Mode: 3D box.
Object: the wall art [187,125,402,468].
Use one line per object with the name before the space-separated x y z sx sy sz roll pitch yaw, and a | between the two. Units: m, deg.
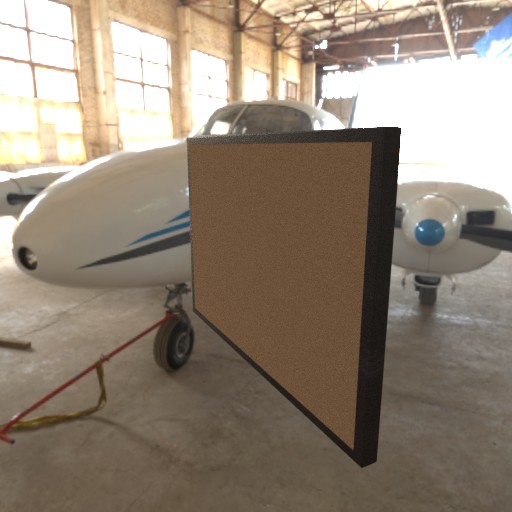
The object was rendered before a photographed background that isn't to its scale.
wall art | 0.000 0.000 1.147 0.038 0.612 0.912 -7 16 -27
